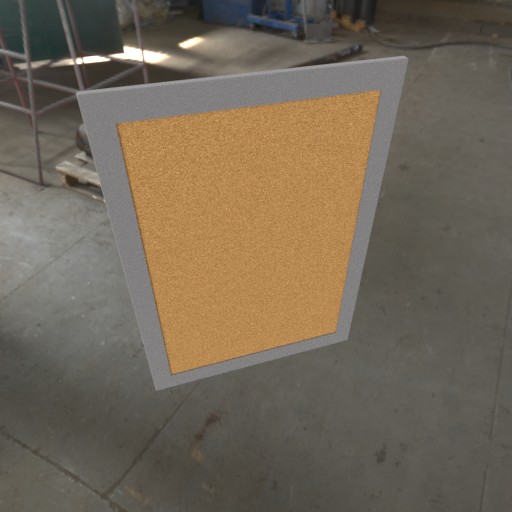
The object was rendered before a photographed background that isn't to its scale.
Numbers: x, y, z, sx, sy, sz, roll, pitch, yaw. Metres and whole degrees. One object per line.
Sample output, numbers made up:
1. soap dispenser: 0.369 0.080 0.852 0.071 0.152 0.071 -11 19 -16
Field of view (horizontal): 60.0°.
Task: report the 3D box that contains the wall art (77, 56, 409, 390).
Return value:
1. wall art: 0.000 0.000 0.657 0.374 0.529 0.012 -12 43 -13
